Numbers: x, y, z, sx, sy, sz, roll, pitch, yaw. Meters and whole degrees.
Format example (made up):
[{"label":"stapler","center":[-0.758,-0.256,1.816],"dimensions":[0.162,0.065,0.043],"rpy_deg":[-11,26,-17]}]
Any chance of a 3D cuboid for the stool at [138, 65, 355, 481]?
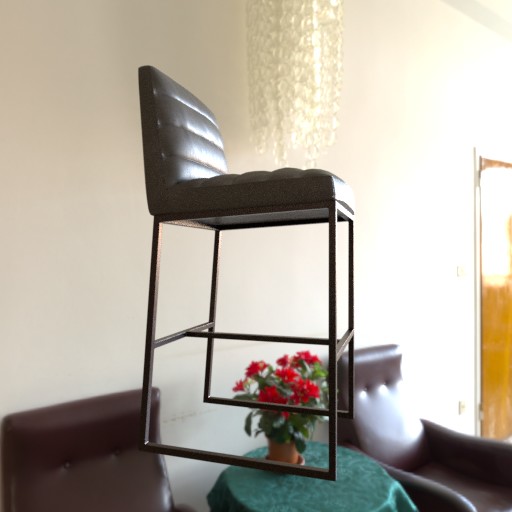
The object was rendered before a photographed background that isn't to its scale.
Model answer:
[{"label":"stool","center":[0.000,0.000,1.337],"dimensions":[0.562,1.065,0.463],"rpy_deg":[0,0,18]}]
